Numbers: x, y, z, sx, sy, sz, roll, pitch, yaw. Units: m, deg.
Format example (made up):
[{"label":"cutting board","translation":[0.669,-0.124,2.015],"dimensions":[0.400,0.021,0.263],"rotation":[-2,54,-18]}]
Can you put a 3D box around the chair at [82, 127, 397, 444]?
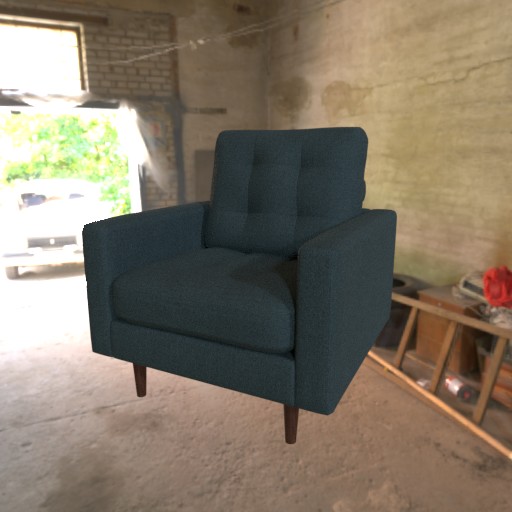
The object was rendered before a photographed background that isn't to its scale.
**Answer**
[{"label":"chair","translation":[0.000,0.000,1.547],"dimensions":[0.821,0.880,0.843],"rotation":[7,15,26]}]
